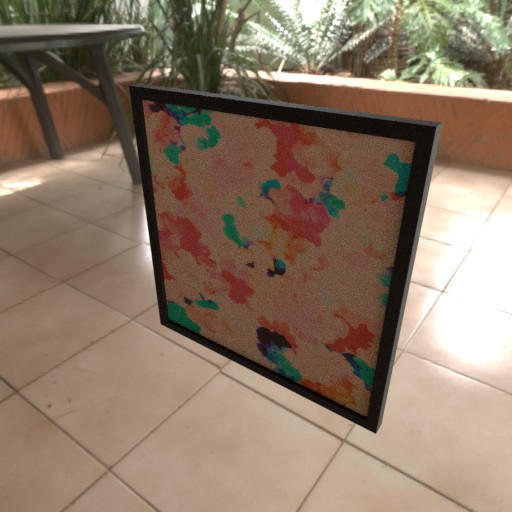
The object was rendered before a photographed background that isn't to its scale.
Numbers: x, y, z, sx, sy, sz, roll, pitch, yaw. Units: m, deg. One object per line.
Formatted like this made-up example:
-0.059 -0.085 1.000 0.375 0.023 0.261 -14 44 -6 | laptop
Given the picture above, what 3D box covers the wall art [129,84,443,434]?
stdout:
0.000 0.000 0.453 0.306 0.304 0.015 19 35 30 | wall art
